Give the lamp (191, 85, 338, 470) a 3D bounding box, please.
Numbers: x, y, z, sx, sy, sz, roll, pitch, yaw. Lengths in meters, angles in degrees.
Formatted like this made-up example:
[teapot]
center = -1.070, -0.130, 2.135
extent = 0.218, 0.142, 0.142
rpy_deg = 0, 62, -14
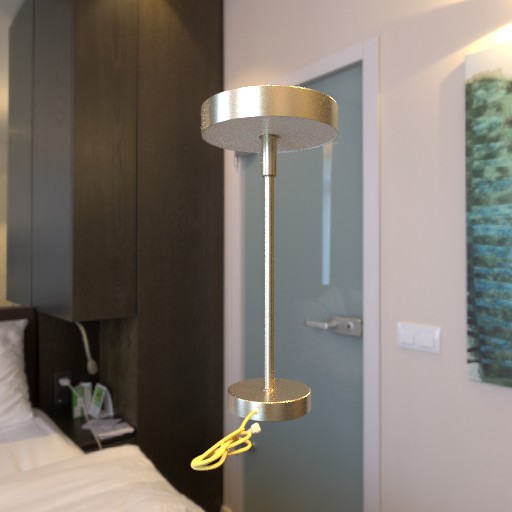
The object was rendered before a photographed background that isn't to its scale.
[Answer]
[lamp]
center = 0.000, 0.000, 0.682
extent = 0.229, 0.508, 0.369
rpy_deg = 0, 0, 18
